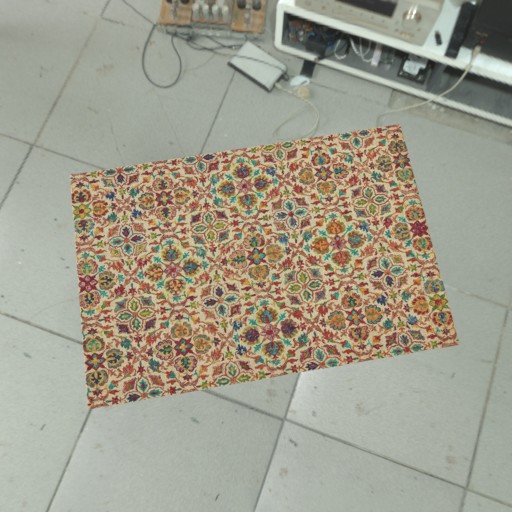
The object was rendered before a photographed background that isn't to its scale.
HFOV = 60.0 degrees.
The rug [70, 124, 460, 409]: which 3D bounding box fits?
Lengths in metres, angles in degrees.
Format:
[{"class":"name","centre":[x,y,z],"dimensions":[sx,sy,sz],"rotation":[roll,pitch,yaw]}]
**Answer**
[{"class":"rug","centre":[0.000,0.000,2.295],"dimensions":[1.838,0.013,1.226],"rotation":[-9,77,-2]}]
